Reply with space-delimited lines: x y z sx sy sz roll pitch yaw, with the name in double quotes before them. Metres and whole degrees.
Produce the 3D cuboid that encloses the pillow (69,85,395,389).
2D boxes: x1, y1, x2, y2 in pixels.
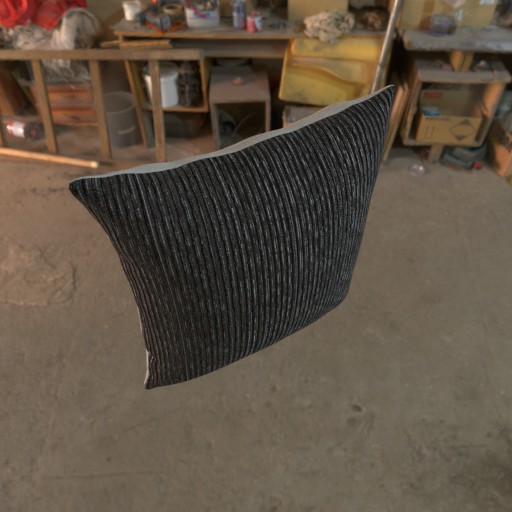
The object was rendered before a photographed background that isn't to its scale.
"pillow" 0.000 0.000 0.669 0.433 0.434 0.196 -23 51 -20
